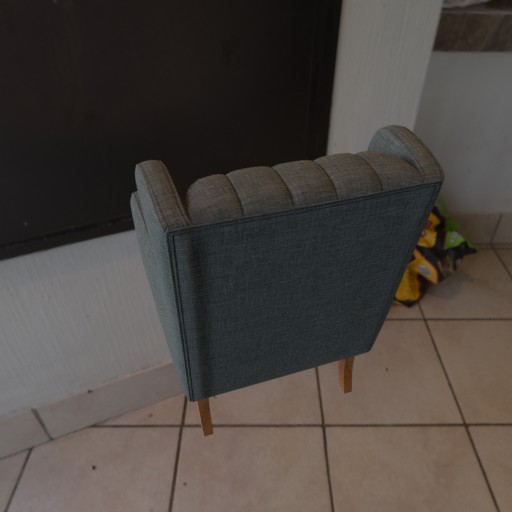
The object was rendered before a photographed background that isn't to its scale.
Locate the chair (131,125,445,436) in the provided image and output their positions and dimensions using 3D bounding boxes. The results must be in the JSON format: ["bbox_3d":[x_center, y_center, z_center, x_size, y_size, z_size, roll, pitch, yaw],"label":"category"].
[{"bbox_3d":[0.000,0.000,1.440,0.711,0.953,0.775,-12,41,-14],"label":"chair"}]
